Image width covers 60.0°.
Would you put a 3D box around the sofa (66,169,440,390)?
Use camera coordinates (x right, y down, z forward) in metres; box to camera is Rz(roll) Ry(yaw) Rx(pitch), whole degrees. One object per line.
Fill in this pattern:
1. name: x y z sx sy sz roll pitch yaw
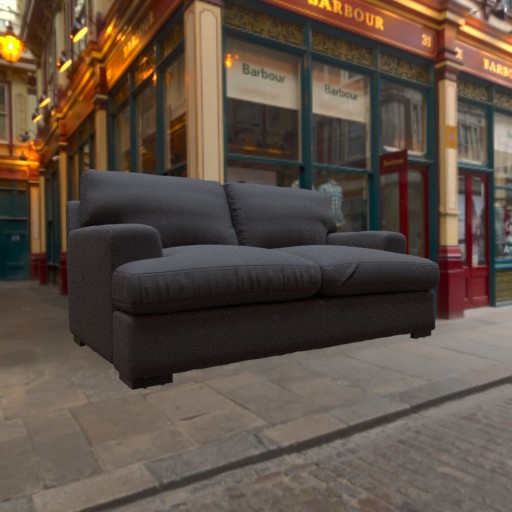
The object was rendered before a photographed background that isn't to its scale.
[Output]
1. sofa: 0.000 0.000 2.515 1.880 0.940 1.143 -1 1 -34
